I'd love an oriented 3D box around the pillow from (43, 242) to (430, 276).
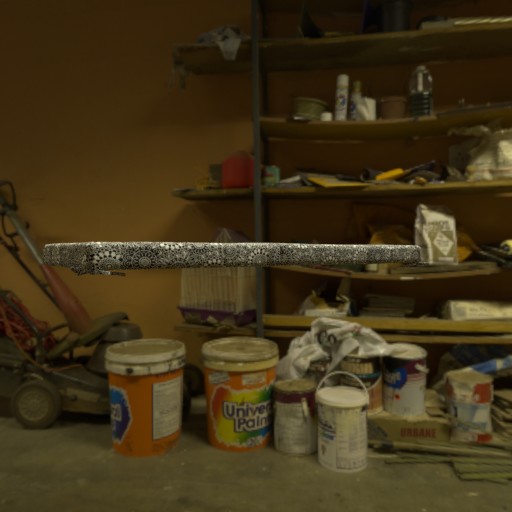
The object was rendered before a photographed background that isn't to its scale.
[{"bbox_3d":[0.000,0.000,1.390,1.187,0.081,0.492,0,1,-36],"label":"pillow"}]
